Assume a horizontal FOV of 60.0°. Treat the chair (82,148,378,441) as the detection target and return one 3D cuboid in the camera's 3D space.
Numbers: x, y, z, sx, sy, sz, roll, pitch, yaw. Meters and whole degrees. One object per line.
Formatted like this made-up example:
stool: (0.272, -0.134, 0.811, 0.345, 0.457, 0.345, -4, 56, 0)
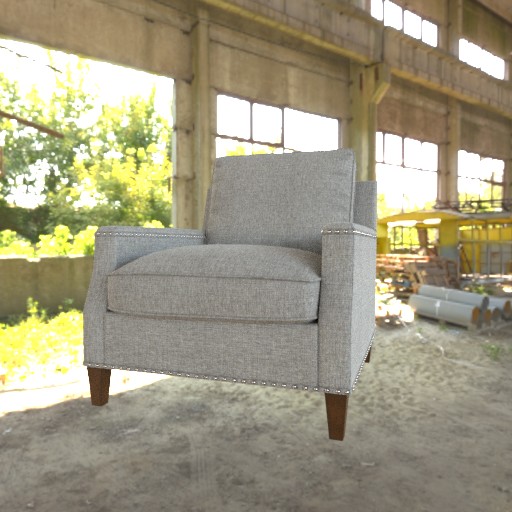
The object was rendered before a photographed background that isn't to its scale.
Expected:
chair: (0.000, 0.000, 1.712, 0.853, 0.943, 1.014, 1, 2, 19)
